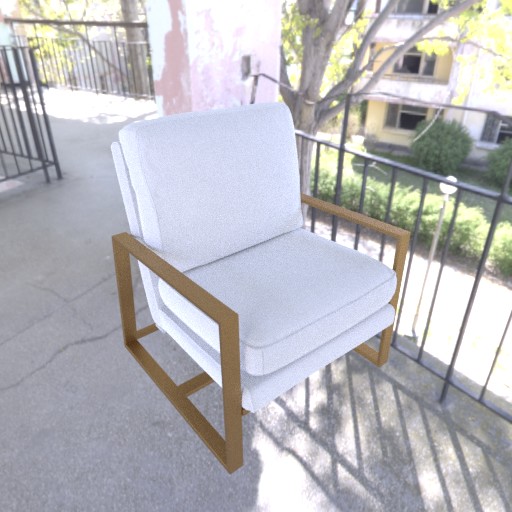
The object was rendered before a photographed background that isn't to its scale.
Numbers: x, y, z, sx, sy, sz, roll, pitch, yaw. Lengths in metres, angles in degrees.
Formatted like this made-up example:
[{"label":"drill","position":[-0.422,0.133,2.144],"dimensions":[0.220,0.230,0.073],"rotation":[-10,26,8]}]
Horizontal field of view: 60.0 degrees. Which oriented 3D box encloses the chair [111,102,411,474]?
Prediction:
[{"label":"chair","position":[0.000,0.000,1.616],"dimensions":[0.805,0.966,0.813],"rotation":[-22,36,-33]}]
